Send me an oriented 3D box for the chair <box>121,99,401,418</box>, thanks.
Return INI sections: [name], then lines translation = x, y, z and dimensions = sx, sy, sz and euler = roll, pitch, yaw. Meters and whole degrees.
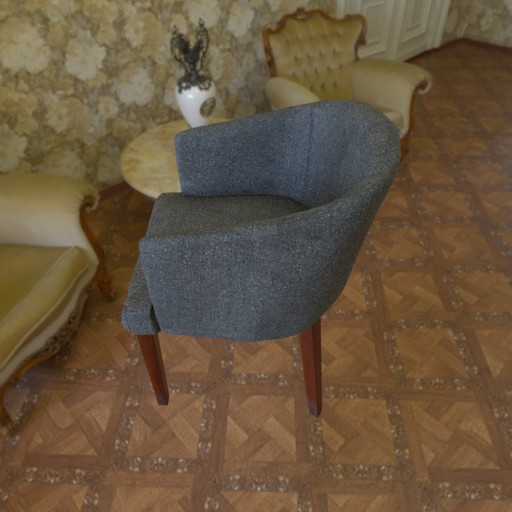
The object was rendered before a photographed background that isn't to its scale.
[chair]
translation = 0.000, 0.000, 1.282
dimensions = 0.655, 0.811, 0.583
euler = 1, 41, 1
